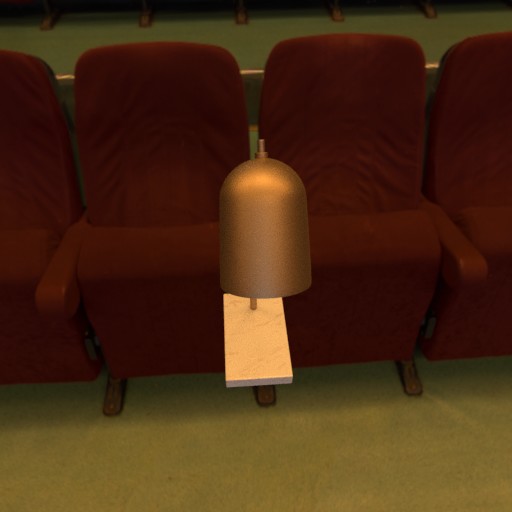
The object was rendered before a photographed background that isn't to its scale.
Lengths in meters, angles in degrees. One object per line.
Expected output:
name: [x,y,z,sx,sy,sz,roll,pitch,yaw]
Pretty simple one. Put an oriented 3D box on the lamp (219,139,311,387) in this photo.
lamp: [0.000,0.000,0.825,0.144,0.603,0.471,-3,47,-3]
